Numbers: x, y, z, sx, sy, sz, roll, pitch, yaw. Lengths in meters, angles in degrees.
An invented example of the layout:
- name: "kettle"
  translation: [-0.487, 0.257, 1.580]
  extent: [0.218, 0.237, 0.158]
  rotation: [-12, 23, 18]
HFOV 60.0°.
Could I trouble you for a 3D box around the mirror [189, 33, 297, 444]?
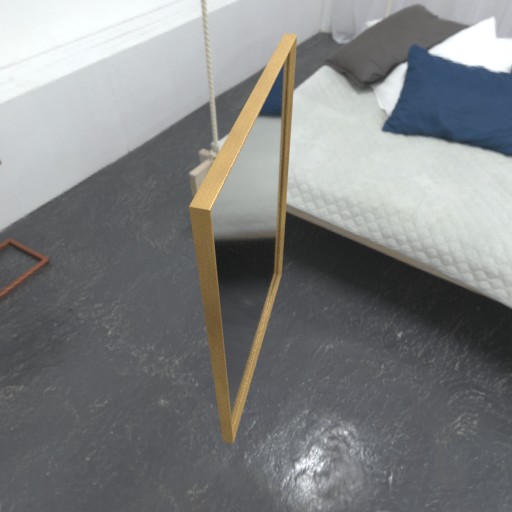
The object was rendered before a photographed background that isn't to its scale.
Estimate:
- name: "mirror"
  translation: [0.000, 0.000, 1.348]
  extent: [0.041, 1.016, 0.762]
  rotation: [11, 48, 10]
